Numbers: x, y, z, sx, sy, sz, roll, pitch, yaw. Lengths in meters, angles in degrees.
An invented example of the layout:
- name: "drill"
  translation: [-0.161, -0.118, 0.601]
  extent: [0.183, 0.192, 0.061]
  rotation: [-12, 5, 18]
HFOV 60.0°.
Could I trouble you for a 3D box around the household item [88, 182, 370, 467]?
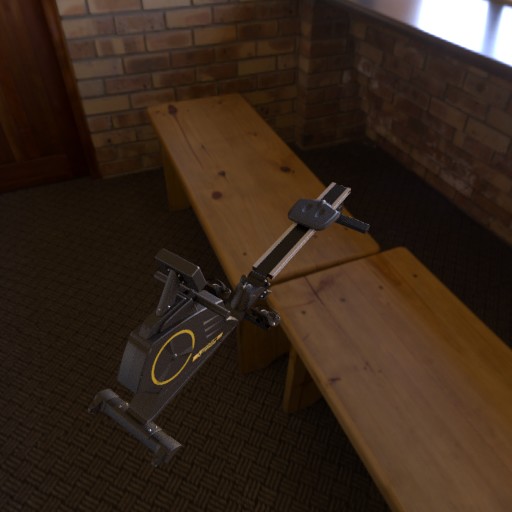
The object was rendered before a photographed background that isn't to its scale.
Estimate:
- name: "household item"
  translation: [0.000, 0.000, 2.576]
  extent: [0.521, 0.810, 2.251]
  rotation: [25, 47, 26]
